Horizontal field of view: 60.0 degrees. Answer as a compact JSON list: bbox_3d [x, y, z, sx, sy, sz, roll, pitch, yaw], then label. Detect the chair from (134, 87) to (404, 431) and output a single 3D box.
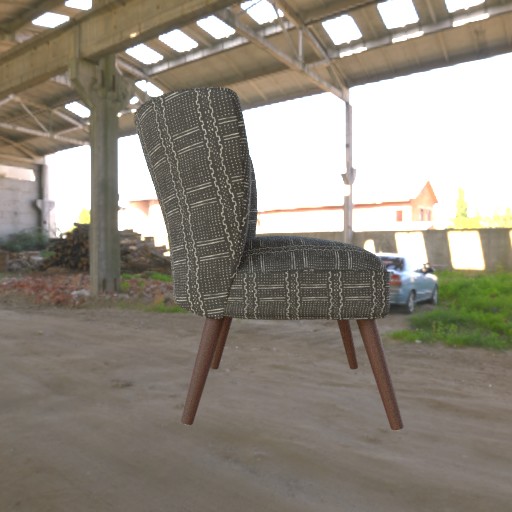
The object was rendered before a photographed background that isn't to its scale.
[{"bbox_3d":[0.000,0.000,1.413,0.758,0.866,0.710,0,0,2],"label":"chair"}]
